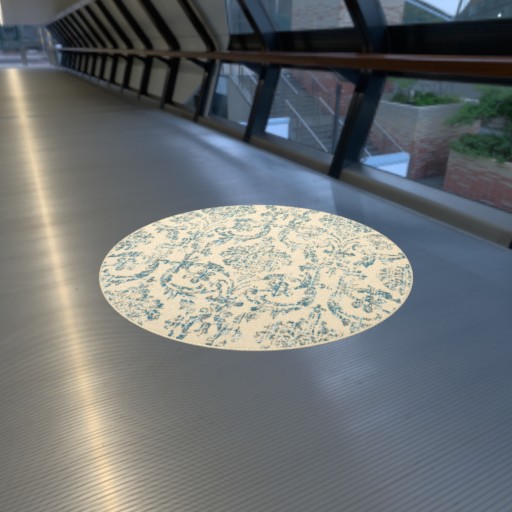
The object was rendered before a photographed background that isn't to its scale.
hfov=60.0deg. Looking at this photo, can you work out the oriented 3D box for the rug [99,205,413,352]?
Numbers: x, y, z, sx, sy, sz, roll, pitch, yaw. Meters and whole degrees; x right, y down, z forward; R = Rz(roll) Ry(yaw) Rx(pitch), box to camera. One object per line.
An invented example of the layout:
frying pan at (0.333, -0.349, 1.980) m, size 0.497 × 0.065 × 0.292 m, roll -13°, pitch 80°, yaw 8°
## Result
rug at (0.000, 0.000, 2.358) m, size 1.593 × 0.012 × 1.593 m, roll 0°, pitch 26°, yaw 0°
